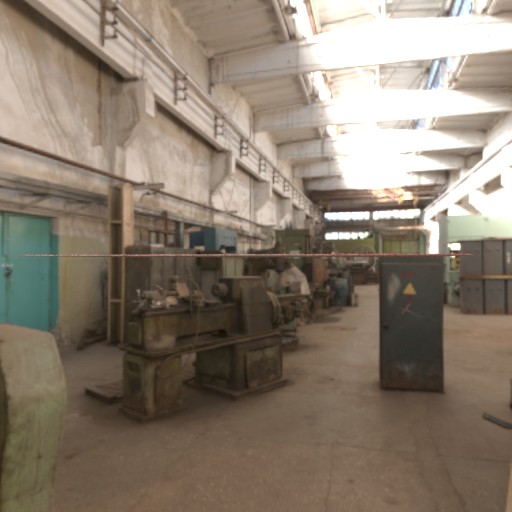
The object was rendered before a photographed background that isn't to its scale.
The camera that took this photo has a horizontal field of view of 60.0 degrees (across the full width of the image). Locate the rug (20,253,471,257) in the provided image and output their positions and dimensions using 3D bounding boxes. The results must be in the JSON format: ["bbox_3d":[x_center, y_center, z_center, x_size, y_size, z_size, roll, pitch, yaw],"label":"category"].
[{"bbox_3d":[0.000,0.000,2.279,1.829,0.006,1.219,0,0,17],"label":"rug"}]
